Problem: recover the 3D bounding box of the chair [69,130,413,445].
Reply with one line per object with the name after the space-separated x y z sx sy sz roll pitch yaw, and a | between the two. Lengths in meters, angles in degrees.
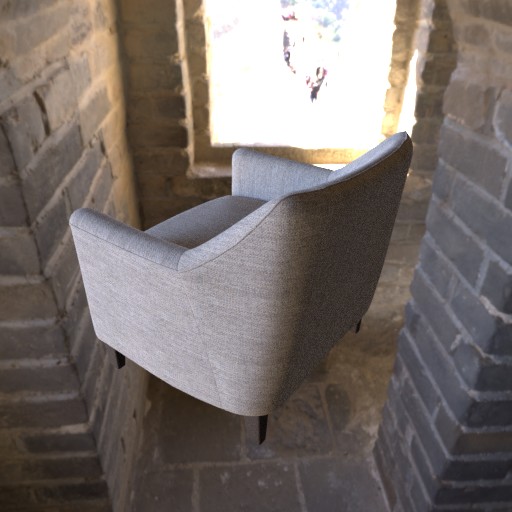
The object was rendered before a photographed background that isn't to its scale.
0.000 0.000 1.397 0.758 0.761 0.796 21 37 32 | chair
